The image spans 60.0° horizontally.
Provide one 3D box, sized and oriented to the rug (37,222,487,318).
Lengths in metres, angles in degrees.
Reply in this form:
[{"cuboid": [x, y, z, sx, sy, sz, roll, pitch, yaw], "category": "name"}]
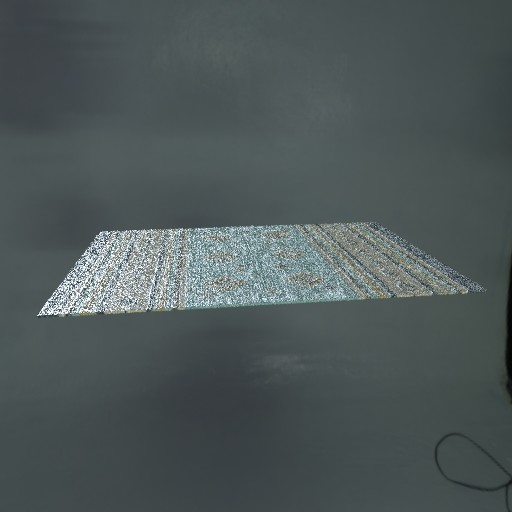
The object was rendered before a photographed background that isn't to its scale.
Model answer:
[{"cuboid": [0.000, 0.000, 2.332, 1.811, 0.010, 1.212, -2, 18, -7], "category": "rug"}]
